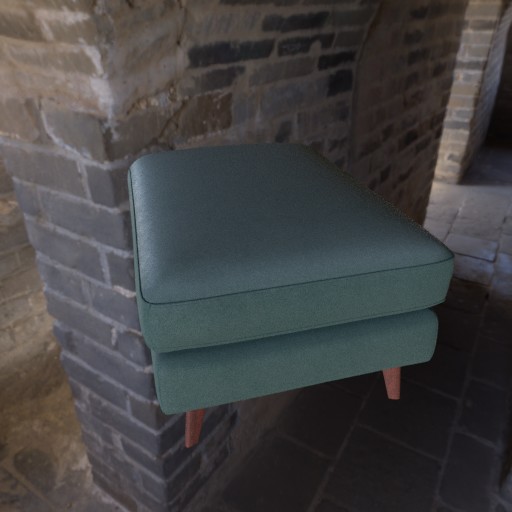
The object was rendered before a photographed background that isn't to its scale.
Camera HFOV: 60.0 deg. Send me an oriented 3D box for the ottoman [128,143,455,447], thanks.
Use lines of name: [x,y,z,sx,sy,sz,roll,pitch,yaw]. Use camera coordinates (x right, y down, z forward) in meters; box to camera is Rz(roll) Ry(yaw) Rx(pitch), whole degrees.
ottoman: [0.000,0.000,1.166,0.608,0.449,0.811,-8,30,-13]
